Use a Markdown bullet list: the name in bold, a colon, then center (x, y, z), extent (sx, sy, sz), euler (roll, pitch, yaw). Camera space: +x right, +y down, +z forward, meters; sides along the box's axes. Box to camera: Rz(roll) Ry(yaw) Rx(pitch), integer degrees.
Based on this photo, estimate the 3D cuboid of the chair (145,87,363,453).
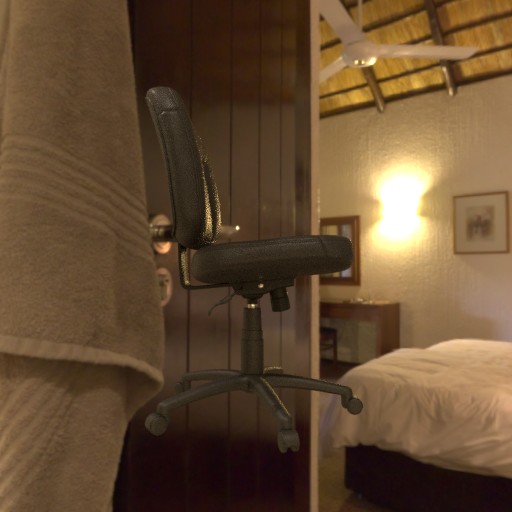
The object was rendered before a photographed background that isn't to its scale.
- **chair**: center (0.000, 0.000, 1.376), extent (0.646, 0.959, 0.647), euler (0, -2, 1)
